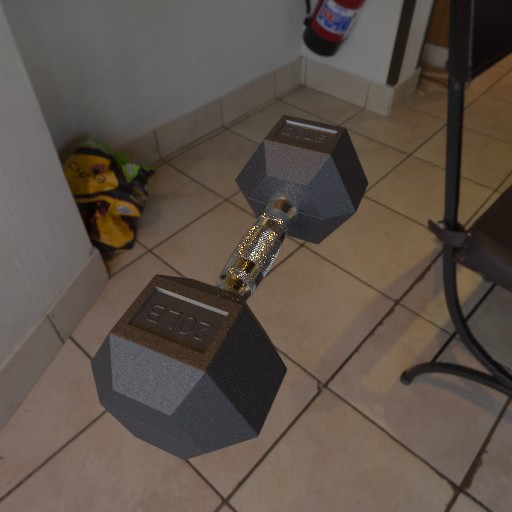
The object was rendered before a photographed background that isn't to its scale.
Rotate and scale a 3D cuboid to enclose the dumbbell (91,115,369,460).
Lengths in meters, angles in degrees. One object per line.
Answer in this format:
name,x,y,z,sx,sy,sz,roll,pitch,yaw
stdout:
dumbbell,0.000,0.000,0.317,0.106,0.092,0.272,17,48,16
